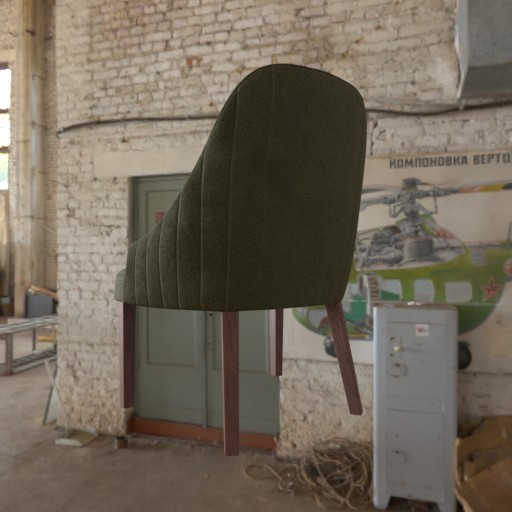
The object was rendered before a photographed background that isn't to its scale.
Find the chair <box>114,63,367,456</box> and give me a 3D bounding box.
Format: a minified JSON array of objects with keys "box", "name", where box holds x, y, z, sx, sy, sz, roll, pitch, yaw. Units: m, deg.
[{"box":[0.000,0.000,1.279,0.643,0.889,0.575,0,0,-37],"name":"chair"}]
